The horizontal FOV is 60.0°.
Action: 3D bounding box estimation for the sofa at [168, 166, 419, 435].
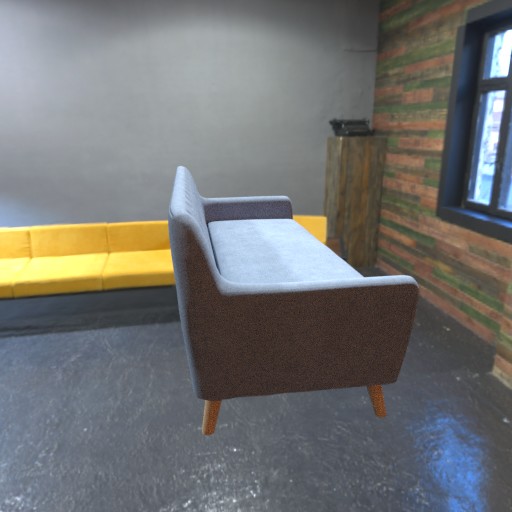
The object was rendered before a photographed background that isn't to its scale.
[{"bbox_3d":[0.000,0.000,2.362,0.830,0.830,1.970,-2,16,-9],"label":"sofa"}]
